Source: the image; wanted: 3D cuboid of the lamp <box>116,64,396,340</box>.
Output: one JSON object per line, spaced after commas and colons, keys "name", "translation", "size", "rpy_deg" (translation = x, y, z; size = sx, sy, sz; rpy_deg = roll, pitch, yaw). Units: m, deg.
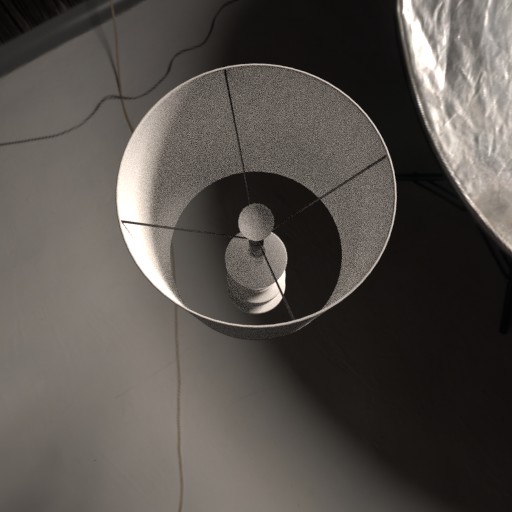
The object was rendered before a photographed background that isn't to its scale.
{"name": "lamp", "translation": [0.000, 0.000, 0.551], "size": [0.208, 0.455, 0.208], "rpy_deg": [-34, 79, -7]}
